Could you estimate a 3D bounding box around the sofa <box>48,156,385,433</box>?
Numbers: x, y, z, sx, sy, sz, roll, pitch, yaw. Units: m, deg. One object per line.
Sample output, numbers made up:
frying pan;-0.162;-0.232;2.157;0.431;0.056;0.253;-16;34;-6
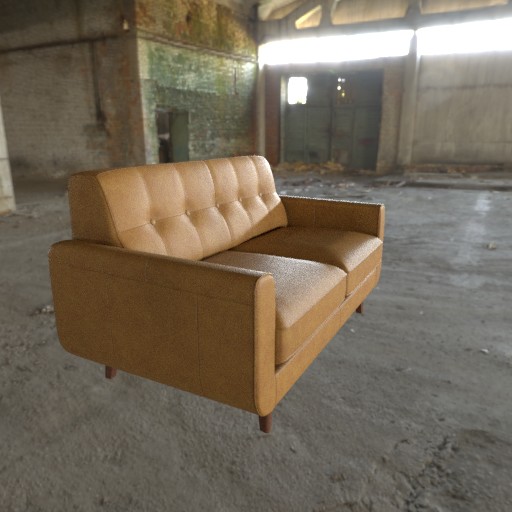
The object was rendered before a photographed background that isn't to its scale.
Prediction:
sofa;0.000;0.000;2.218;0.952;0.925;1.651;8;17;27
